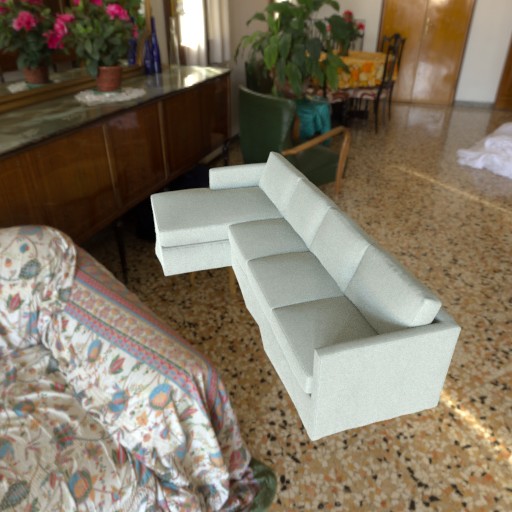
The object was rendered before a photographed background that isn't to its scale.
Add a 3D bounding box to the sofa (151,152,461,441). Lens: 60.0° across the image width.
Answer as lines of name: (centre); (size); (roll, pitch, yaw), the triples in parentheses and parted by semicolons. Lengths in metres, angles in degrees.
sofa: (0.000, 0.000, 3.901); (1.650, 0.922, 3.205); (-8, 32, -14)
